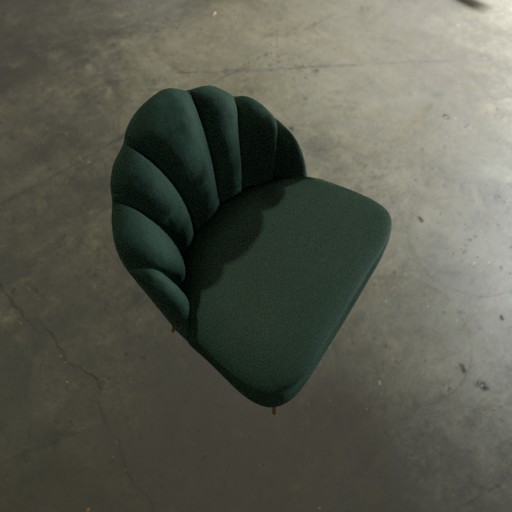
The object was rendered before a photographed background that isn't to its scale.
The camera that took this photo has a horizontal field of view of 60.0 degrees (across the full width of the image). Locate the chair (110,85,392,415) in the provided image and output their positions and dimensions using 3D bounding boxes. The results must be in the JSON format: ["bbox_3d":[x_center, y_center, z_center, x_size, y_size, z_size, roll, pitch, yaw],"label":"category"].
[{"bbox_3d":[0.000,0.000,1.258,0.599,0.819,0.657,29,62,17],"label":"chair"}]
